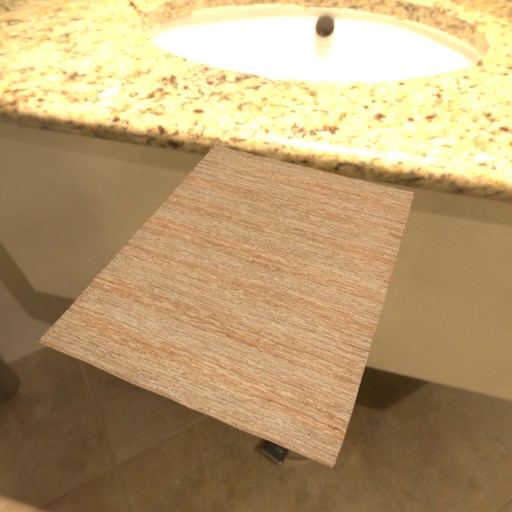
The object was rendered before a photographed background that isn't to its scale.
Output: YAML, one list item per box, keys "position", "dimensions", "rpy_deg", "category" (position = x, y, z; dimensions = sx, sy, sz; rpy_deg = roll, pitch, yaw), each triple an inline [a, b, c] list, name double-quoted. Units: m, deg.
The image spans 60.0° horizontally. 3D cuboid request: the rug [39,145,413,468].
- position: [0.000, 0.000, 3.935]
  dimensions: [2.313, 0.009, 2.939]
  rpy_deg: [17, 49, 16]
  category: "rug"
